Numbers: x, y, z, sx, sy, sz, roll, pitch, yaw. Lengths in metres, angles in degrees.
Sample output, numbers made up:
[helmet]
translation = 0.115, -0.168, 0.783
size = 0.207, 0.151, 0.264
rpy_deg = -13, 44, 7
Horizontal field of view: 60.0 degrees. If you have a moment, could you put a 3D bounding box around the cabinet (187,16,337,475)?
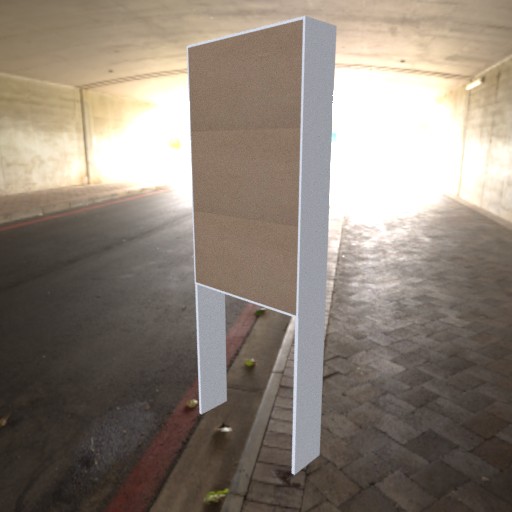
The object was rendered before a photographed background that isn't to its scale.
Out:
[cabinet]
translation = 0.000, 0.000, 1.952
size = 0.643, 1.770, 0.192
rpy_deg = 13, 19, 43
